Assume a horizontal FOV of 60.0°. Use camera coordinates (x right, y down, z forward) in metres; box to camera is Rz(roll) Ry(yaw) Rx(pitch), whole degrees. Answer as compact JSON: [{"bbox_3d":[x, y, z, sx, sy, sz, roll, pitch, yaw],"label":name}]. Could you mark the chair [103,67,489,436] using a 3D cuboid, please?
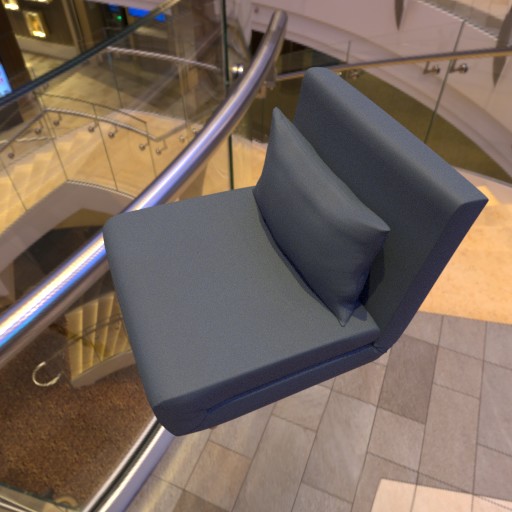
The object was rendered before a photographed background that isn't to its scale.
[{"bbox_3d":[0.000,0.000,1.433,0.900,0.808,0.770,-18,49,-16],"label":"chair"}]
